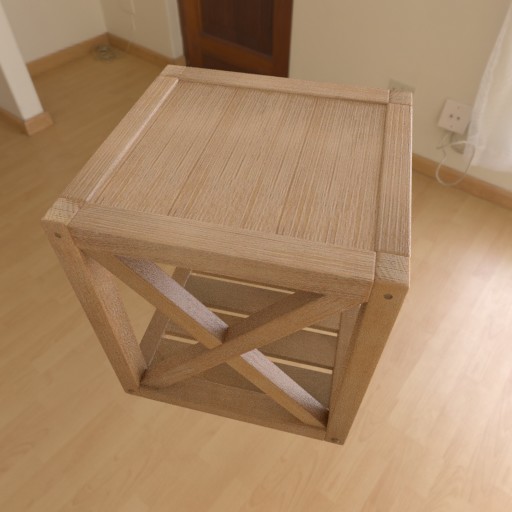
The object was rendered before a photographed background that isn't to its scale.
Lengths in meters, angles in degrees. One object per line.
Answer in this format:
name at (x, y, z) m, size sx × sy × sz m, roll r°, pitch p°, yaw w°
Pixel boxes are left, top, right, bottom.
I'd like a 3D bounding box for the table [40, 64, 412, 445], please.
table at (0.000, 0.000, 1.042) m, size 0.559 × 0.610 × 0.558 m, roll 10°, pitch 49°, yaw 9°
